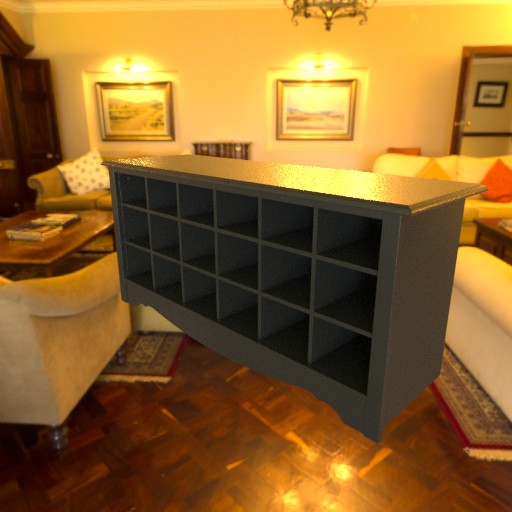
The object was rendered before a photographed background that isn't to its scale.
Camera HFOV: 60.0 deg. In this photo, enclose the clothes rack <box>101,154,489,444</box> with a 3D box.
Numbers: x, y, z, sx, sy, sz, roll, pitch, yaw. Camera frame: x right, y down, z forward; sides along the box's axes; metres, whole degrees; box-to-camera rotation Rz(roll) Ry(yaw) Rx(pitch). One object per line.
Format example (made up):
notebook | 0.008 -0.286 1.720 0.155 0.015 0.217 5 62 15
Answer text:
clothes rack | 0.000 0.000 1.448 1.219 0.556 0.406 17 24 42
